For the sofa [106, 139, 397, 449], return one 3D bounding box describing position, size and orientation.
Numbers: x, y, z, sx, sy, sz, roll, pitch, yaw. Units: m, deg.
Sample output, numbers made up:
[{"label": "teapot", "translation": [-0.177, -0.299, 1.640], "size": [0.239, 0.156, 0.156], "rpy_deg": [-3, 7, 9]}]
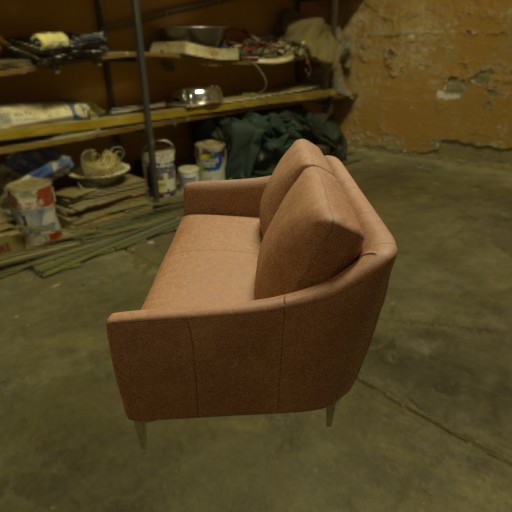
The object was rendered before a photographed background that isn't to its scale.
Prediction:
[{"label": "sofa", "translation": [0.000, 0.000, 2.165], "size": [0.960, 0.902, 1.619], "rpy_deg": [0, 25, 1]}]
